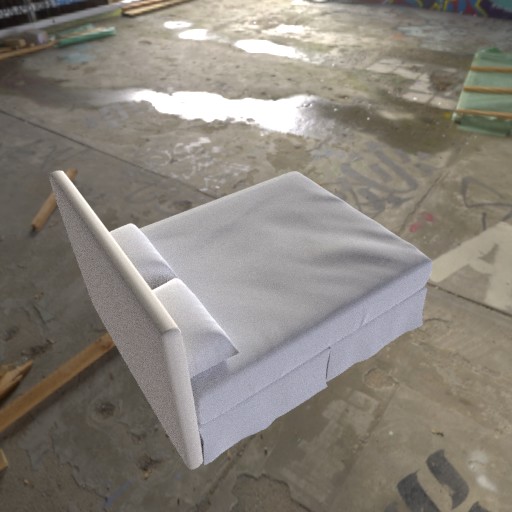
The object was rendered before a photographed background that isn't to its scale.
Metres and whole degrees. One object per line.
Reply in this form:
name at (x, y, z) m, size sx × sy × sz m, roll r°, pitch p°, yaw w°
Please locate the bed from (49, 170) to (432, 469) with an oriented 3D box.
bed at (0.000, 0.000, 3.206) m, size 2.142 × 1.330 × 1.713 m, roll -25°, pitch 47°, yaw -26°
